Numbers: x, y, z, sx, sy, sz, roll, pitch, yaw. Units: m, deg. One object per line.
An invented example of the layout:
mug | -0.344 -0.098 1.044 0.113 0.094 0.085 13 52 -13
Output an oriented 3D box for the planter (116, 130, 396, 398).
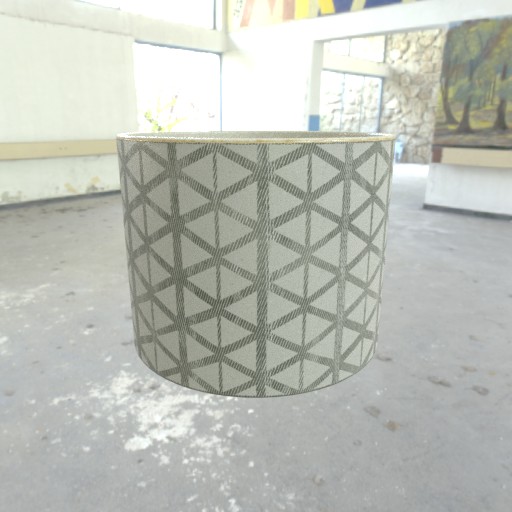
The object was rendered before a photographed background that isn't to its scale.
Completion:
planter | 0.000 0.000 0.448 0.250 0.239 0.250 0 17 0
